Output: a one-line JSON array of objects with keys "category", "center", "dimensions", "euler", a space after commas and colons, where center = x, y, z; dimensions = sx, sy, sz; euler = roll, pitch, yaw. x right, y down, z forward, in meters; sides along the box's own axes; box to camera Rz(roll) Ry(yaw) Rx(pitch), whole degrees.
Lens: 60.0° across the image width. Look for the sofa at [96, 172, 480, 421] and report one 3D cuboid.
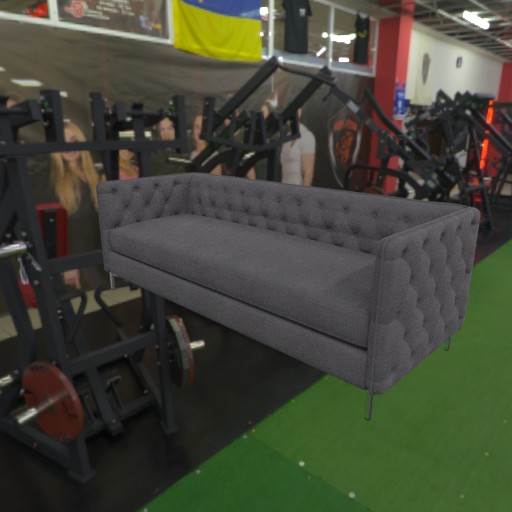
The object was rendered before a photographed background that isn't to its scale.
[{"category": "sofa", "center": [0.000, 0.000, 2.645], "dimensions": [2.209, 0.771, 0.895], "euler": [16, 23, 42]}]
